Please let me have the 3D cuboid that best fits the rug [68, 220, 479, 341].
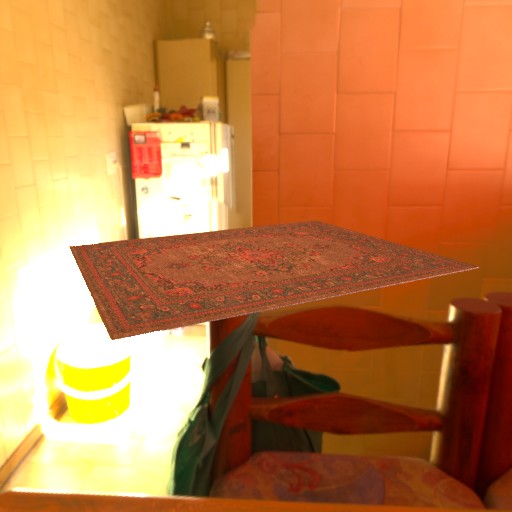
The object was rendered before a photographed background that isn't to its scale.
[{"bbox_3d":[0.000,0.000,4.158,3.057,0.013,2.434,-8,17,-26],"label":"rug"}]
